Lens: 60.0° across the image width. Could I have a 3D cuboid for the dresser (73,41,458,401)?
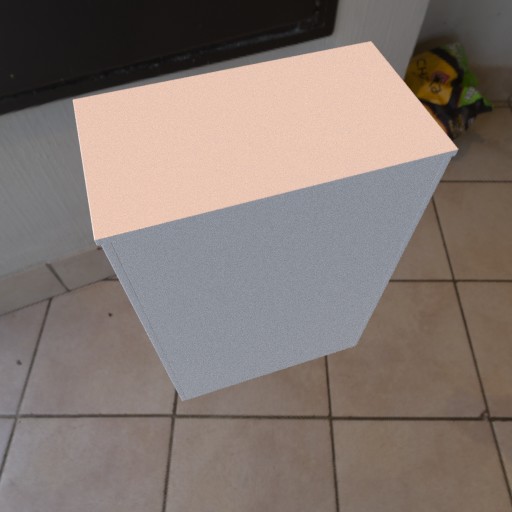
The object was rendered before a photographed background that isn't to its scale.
[{"bbox_3d":[0.000,0.000,1.339,0.704,1.021,0.401,-15,58,-10],"label":"dresser"}]
